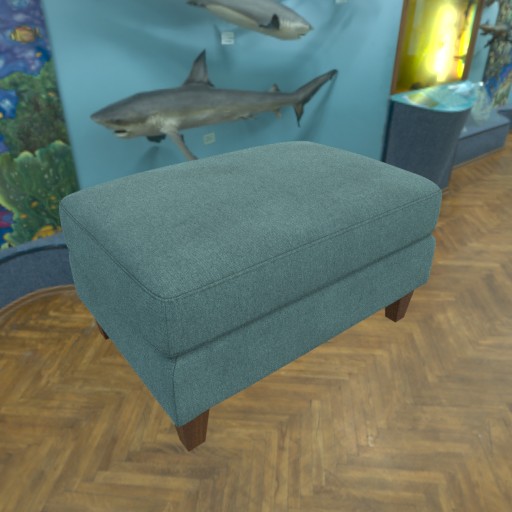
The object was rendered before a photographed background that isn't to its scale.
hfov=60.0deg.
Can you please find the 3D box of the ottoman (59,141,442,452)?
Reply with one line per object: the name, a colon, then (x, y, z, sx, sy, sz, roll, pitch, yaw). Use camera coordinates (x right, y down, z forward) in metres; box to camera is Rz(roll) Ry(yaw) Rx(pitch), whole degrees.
ottoman: (0.000, 0.000, 1.224, 0.864, 0.483, 0.584, -21, 36, -32)
